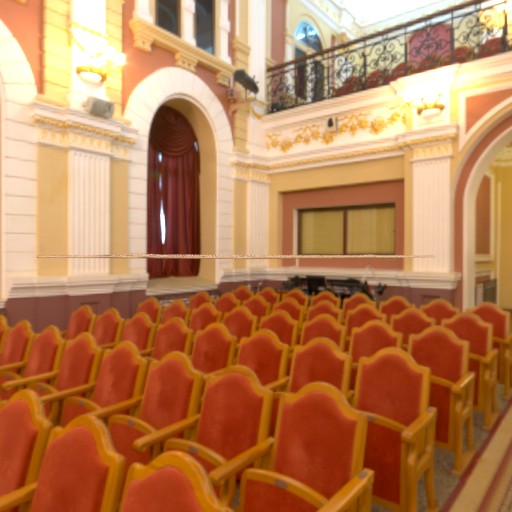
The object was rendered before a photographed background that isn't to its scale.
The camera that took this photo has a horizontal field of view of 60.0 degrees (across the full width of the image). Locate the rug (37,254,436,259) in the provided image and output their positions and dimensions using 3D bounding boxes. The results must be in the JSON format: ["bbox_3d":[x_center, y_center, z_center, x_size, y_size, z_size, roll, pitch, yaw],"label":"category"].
[{"bbox_3d":[0.000,0.000,4.253,2.429,0.030,3.052,0,0,39],"label":"rug"}]
